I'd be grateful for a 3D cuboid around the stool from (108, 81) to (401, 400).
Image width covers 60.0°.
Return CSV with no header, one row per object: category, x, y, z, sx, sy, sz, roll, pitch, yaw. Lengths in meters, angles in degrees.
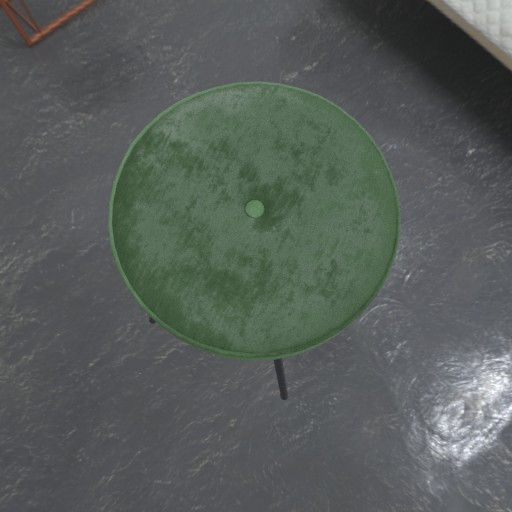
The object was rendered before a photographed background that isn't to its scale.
stool,0.000,0.000,0.914,0.430,0.595,0.457,28,77,7
